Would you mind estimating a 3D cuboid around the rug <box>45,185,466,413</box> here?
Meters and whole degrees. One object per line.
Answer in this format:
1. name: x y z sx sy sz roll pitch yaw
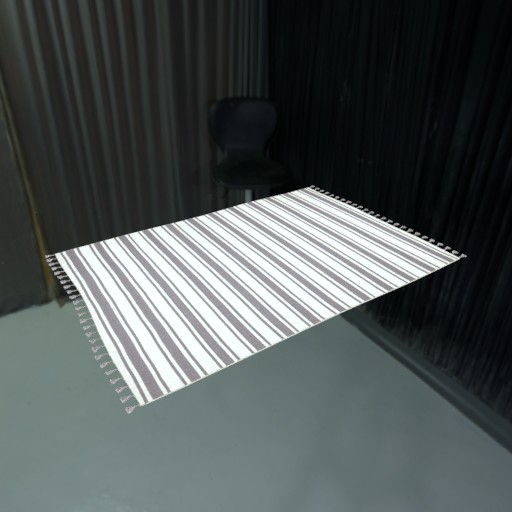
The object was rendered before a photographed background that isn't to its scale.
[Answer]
1. rug: 0.000 0.000 3.811 3.040 0.017 2.030 -19 35 -29
